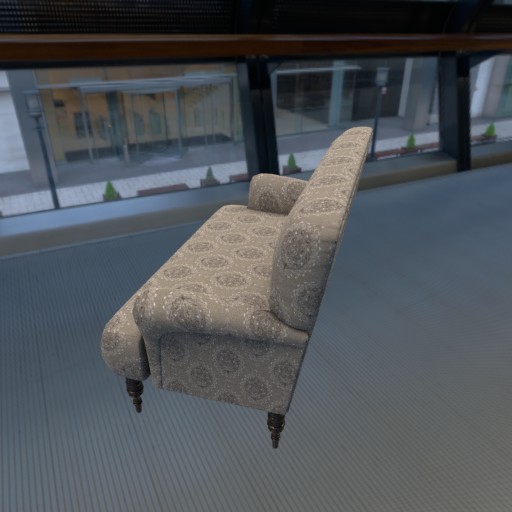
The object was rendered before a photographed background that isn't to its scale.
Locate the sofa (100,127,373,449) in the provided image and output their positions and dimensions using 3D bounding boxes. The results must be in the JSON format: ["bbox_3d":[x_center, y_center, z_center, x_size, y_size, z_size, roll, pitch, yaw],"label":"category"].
[{"bbox_3d":[0.000,0.000,1.858,0.779,0.889,1.297,8,30,15],"label":"sofa"}]
